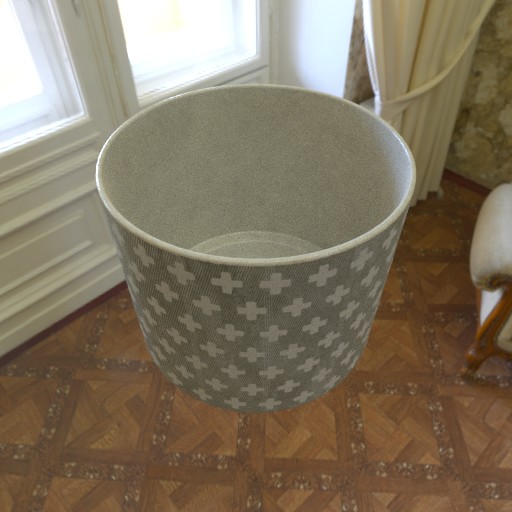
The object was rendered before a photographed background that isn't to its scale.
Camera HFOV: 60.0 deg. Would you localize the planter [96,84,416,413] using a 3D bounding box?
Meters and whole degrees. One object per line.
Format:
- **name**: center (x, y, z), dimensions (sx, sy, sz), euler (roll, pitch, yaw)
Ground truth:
- **planter**: center (0.000, 0.000, 0.334), dimensions (0.190, 0.181, 0.190), euler (0, 45, 0)
